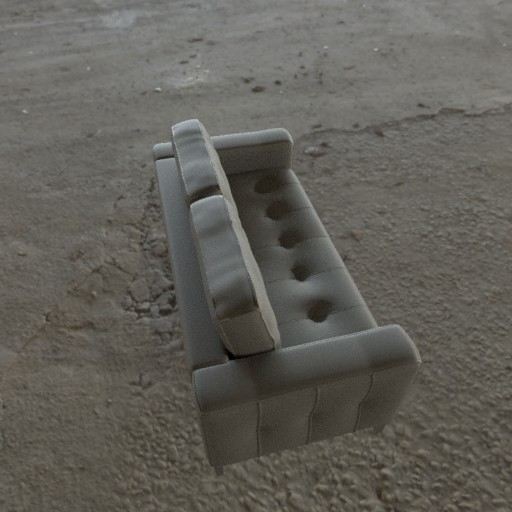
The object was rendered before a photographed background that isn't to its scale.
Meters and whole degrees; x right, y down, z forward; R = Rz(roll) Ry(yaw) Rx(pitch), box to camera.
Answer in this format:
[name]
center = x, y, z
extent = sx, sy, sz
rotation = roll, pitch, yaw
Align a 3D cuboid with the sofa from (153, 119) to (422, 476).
[sofa]
center = 0.000, 0.000, 2.211
extent = 0.833, 0.893, 1.726
rotation = -10, 46, -10
